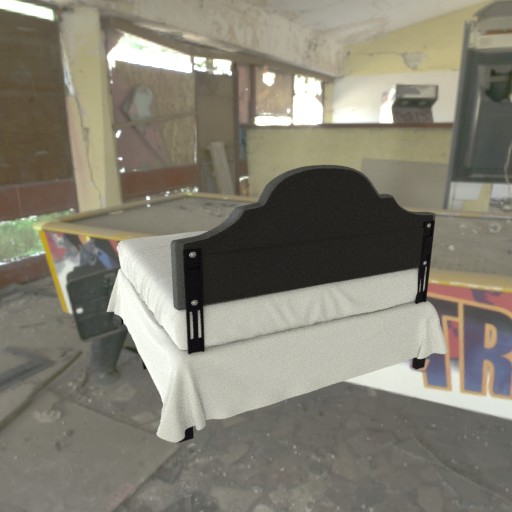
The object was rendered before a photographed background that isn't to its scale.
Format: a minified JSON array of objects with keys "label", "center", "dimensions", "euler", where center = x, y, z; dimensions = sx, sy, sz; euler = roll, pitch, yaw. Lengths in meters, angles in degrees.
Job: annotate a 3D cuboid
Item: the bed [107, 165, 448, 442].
[{"label":"bed","center":[0.000,0.000,3.755],"dimensions":[2.303,1.631,2.222],"euler":[-8,17,-25]}]
